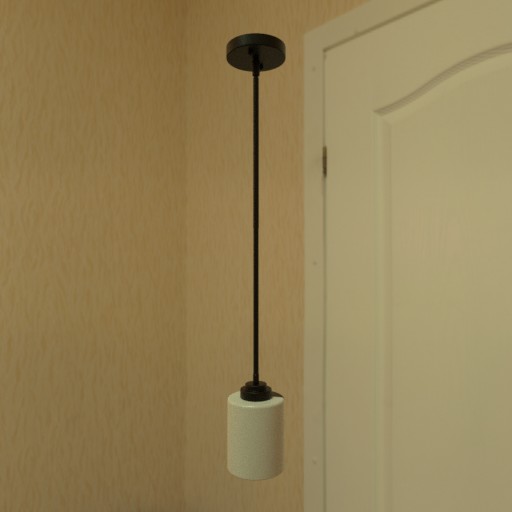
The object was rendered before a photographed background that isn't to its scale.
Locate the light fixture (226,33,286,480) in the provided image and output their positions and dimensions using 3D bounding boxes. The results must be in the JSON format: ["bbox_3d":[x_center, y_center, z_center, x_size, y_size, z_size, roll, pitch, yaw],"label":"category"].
[{"bbox_3d":[0.000,0.000,0.915,0.123,0.863,0.123,0,-1,18],"label":"light fixture"}]
